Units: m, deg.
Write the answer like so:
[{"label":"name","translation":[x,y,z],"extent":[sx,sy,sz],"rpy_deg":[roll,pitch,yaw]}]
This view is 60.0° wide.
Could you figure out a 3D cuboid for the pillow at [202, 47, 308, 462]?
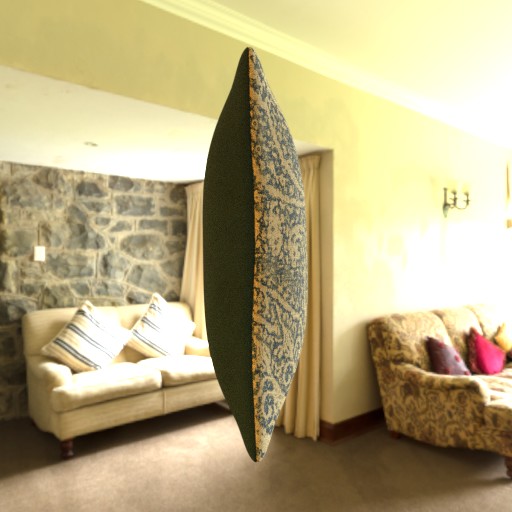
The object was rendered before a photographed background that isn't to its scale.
[{"label":"pillow","translation":[0.000,0.000,0.790],"extent":[0.166,0.510,0.523],"rpy_deg":[0,-1,1]}]
